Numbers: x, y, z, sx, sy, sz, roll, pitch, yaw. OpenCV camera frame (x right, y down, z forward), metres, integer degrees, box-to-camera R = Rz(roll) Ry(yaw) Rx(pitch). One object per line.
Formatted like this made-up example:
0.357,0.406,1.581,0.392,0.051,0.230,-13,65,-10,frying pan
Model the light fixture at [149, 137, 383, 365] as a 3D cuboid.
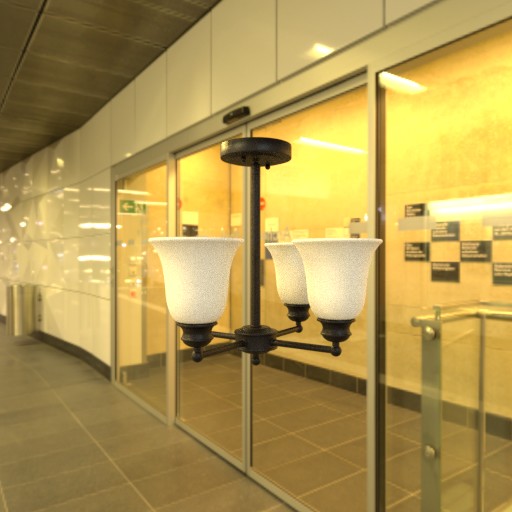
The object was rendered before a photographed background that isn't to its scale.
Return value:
0.000,0.000,1.873,1.069,0.925,1.069,0,0,35,light fixture
